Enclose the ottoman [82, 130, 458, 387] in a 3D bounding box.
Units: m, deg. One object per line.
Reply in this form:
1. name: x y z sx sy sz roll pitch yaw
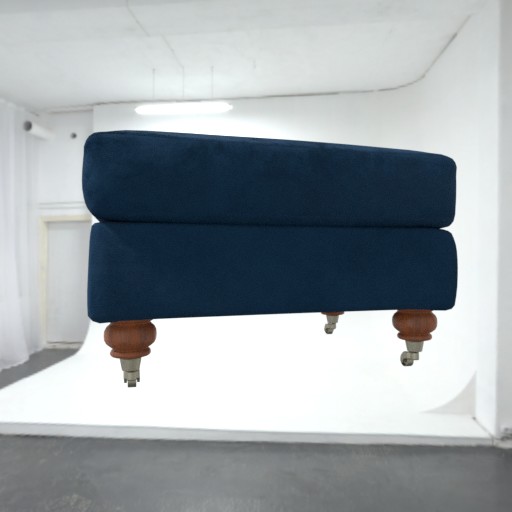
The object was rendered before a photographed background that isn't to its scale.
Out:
1. ottoman: 0.000 0.000 1.105 0.773 0.503 0.572 0 0 -15
